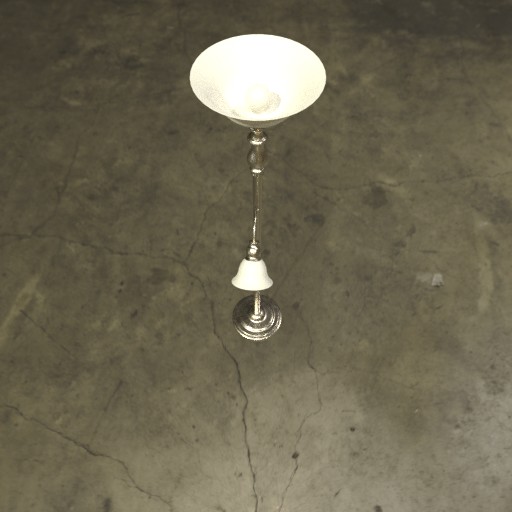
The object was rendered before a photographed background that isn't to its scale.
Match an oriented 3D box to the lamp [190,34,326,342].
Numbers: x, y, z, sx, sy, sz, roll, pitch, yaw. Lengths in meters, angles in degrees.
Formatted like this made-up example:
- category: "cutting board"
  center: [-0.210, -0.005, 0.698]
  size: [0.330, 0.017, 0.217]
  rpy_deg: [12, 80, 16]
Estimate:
- category: "lamp"
  center: [0.000, 0.000, 2.036]
  size: [0.405, 1.785, 0.575]
  rpy_deg: [3, 58, 2]
